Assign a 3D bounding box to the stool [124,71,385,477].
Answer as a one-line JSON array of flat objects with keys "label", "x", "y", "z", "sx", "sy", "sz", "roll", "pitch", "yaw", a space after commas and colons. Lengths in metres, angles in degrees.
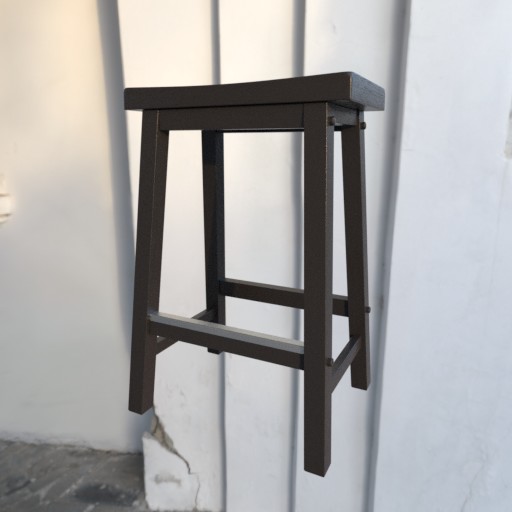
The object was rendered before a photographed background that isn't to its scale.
[{"label": "stool", "x": 0.000, "y": 0.000, "z": 0.856, "sx": 0.406, "sy": 0.610, "sz": 0.322, "roll": 7, "pitch": 16, "yaw": 26}]
